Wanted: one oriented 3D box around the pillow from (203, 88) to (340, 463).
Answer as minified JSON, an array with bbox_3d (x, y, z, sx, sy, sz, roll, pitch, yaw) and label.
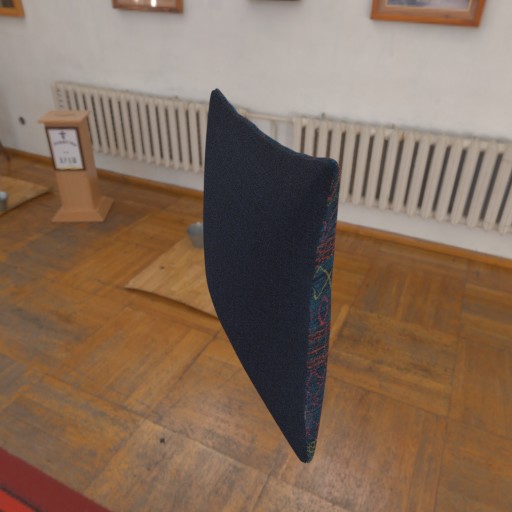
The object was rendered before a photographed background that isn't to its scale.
[{"bbox_3d":[0.000,0.000,0.677,0.141,0.431,0.431,-10,32,-16],"label":"pillow"}]
